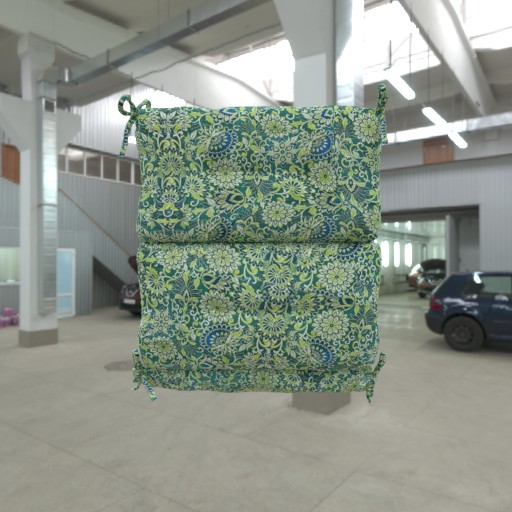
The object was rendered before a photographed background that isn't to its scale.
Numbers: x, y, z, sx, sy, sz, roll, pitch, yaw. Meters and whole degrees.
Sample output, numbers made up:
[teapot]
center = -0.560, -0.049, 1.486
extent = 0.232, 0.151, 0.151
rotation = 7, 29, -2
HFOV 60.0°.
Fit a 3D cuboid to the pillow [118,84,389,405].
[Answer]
[pillow]
center = 0.000, 0.000, 1.050
extent = 0.519, 0.605, 0.571
rotation = 0, -1, 1
